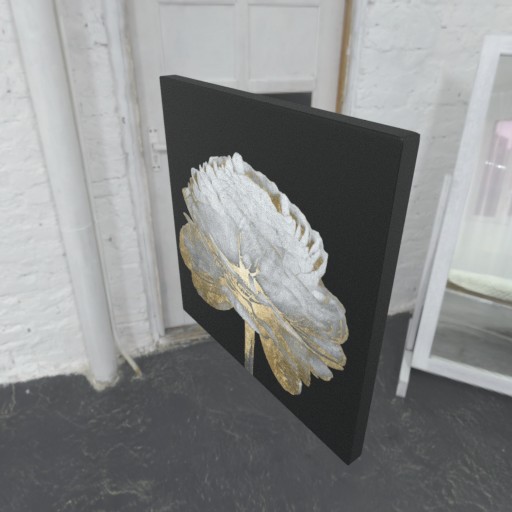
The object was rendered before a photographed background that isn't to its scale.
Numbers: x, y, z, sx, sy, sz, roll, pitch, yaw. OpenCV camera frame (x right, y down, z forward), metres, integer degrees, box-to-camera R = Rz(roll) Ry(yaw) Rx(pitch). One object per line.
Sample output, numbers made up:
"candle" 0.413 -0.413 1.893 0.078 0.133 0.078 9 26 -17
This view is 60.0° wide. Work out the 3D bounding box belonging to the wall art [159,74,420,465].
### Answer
"wall art" 0.000 0.000 0.886 0.043 0.611 0.610 -21 36 -32
